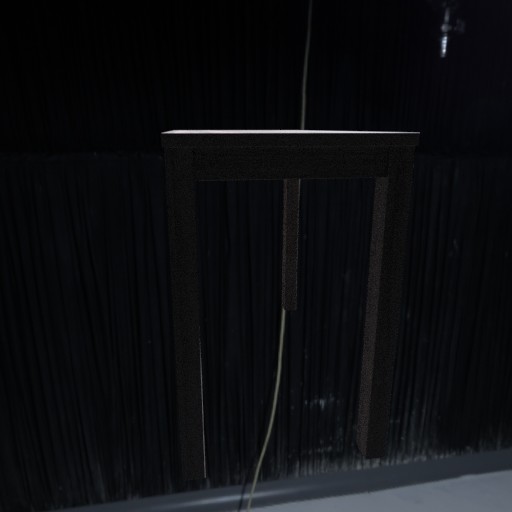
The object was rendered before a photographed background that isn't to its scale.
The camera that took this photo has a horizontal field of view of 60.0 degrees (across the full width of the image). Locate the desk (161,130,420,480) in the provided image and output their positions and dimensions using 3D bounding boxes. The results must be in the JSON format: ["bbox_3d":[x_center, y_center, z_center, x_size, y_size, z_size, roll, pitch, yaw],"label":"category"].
[{"bbox_3d":[0.000,0.000,1.405,0.495,0.762,0.991,-2,16,-8],"label":"desk"}]
